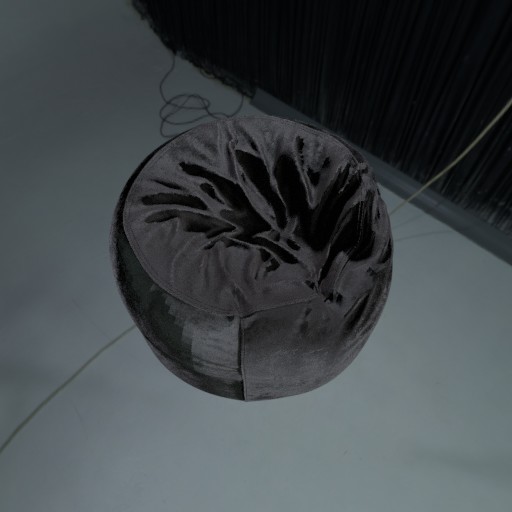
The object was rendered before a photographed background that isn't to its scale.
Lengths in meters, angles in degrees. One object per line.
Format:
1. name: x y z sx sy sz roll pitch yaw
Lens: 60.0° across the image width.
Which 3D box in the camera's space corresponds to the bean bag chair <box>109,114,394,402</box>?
1. bean bag chair: 0.000 0.000 1.530 0.918 0.605 0.918 0 58 0
